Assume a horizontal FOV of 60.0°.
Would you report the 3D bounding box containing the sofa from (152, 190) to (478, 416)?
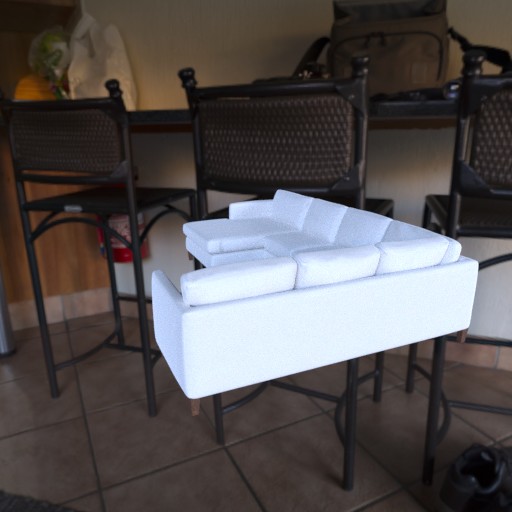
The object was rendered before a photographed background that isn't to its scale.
[{"bbox_3d":[0.000,0.000,4.736,2.593,0.956,3.459,-8,18,-23],"label":"sofa"}]
